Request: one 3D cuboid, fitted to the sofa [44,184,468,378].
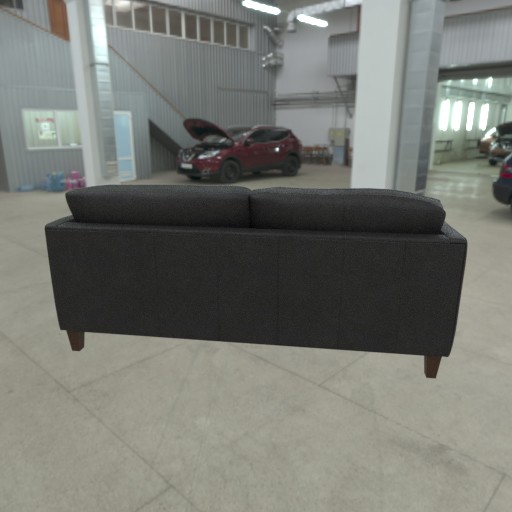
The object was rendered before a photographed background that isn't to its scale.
[{"bbox_3d":[0.000,0.000,2.507,1.971,0.863,0.933,2,16,8],"label":"sofa"}]
